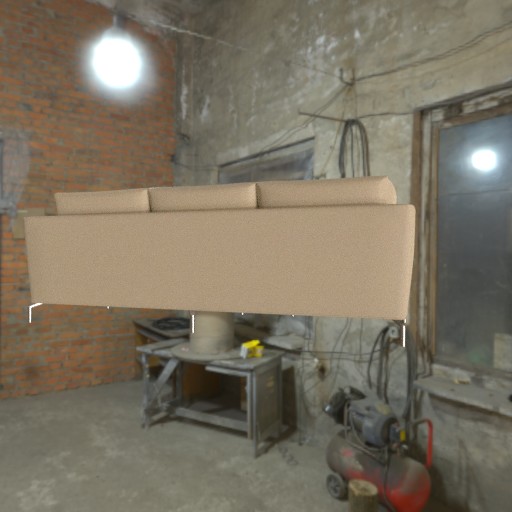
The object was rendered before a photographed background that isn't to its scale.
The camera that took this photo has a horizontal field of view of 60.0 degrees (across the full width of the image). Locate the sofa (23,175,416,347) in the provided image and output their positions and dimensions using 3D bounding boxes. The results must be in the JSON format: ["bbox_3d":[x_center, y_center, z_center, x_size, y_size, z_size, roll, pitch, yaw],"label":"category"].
[{"bbox_3d":[0.000,0.000,3.657,2.448,0.867,2.430,0,0,19],"label":"sofa"}]
